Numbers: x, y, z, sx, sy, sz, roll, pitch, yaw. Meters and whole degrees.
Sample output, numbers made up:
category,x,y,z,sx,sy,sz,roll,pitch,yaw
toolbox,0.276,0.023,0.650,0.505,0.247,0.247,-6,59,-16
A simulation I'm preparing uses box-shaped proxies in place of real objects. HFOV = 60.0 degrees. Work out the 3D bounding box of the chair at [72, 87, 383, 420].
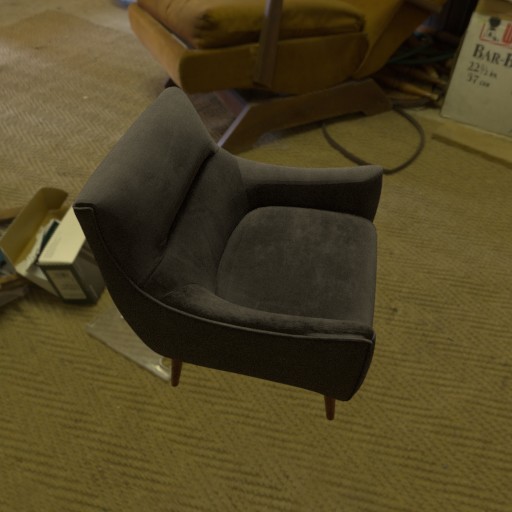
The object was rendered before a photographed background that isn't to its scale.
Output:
category,x,y,z,sx,sy,sz,roll,pitch,yaw
chair,0.000,0.000,1.464,0.787,0.838,0.762,9,47,9
